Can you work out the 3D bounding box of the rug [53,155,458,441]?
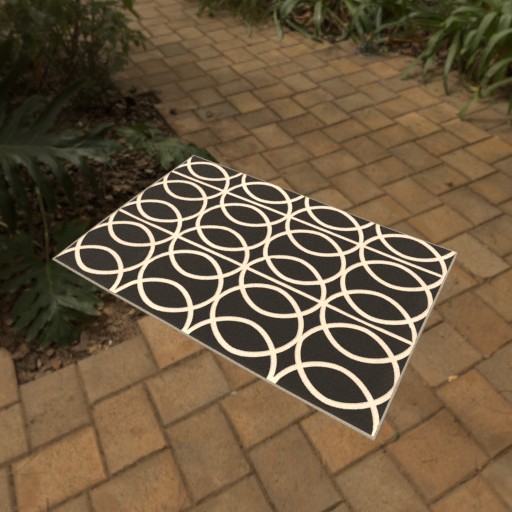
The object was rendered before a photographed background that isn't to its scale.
[{"bbox_3d":[0.000,0.000,2.990,2.294,0.014,1.528,24,50,22],"label":"rug"}]
